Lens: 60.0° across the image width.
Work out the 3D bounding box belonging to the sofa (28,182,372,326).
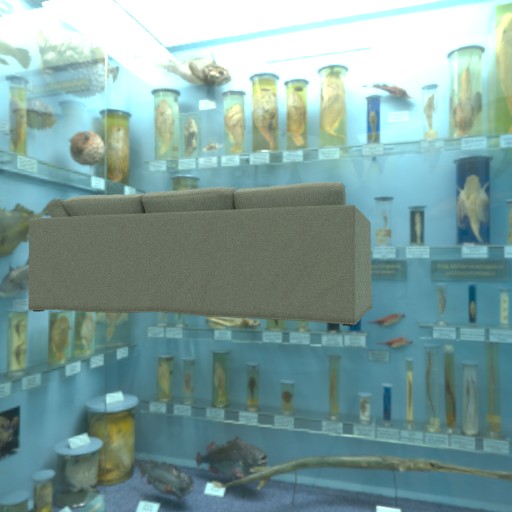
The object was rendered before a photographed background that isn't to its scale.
[{"bbox_3d":[0.000,0.000,4.542,2.427,0.882,3.460,0,-1,19],"label":"sofa"}]
